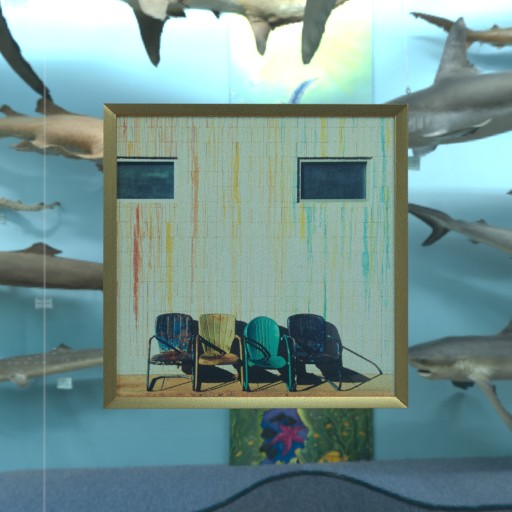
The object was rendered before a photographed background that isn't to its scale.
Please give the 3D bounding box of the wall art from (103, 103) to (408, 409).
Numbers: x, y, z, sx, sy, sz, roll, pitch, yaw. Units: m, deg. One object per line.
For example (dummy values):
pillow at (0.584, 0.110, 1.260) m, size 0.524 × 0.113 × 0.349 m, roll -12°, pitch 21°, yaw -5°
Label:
wall art at (0.000, 0.000, 0.752) m, size 0.505 × 0.505 × 0.037 m, roll 0°, pitch 0°, yaw 0°
